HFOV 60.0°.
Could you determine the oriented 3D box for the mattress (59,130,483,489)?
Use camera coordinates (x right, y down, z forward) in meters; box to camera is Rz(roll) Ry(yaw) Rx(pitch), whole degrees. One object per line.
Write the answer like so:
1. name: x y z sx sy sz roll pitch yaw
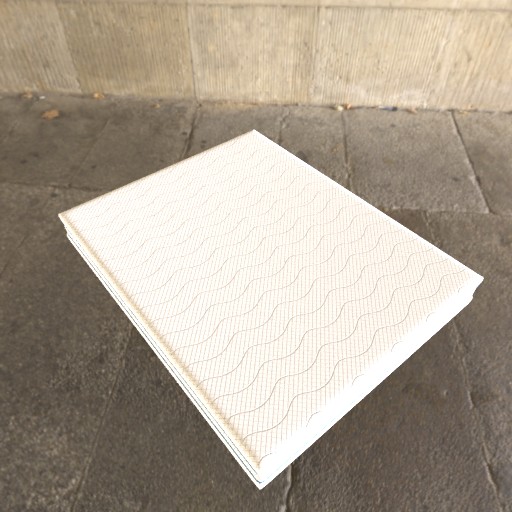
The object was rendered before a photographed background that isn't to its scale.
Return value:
1. mattress: 0.000 0.000 2.690 1.600 0.230 2.000 -31 54 -26
